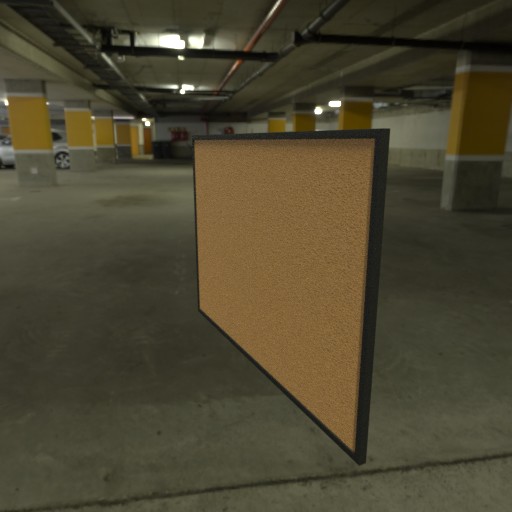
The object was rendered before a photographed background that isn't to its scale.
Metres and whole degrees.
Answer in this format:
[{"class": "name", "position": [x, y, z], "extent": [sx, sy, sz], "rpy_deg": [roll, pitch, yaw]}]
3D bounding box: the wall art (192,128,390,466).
[{"class": "wall art", "position": [0.000, 0.000, 0.858], "extent": [0.013, 0.458, 0.664], "rpy_deg": [-7, 16, -26]}]
